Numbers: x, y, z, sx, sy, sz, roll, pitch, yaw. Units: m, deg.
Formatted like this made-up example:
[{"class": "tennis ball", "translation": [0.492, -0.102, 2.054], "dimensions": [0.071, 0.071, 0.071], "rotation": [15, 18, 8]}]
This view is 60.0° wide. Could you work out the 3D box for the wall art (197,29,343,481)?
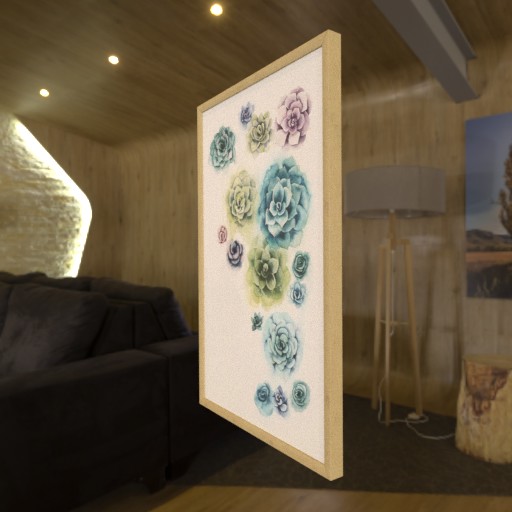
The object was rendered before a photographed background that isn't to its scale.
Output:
[{"class": "wall art", "translation": [0.000, 0.000, 1.012], "dimensions": [0.039, 0.810, 0.510], "rotation": [0, 0, -35]}]
